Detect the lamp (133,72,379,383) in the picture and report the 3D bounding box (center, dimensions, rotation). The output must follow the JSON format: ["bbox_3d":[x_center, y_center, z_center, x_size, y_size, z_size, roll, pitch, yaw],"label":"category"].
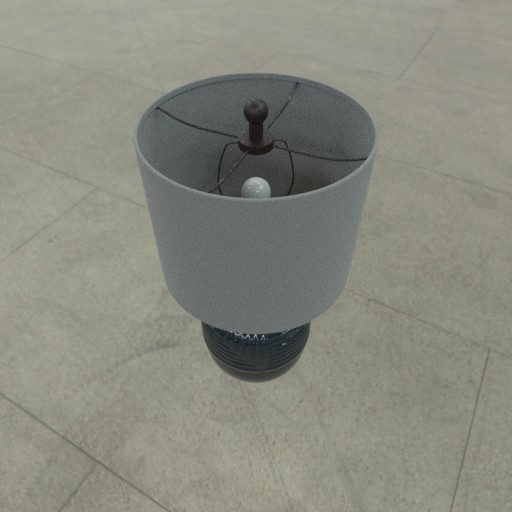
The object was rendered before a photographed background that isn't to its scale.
[{"bbox_3d":[0.000,0.000,0.761,0.318,0.567,0.318,0,46,0],"label":"lamp"}]
